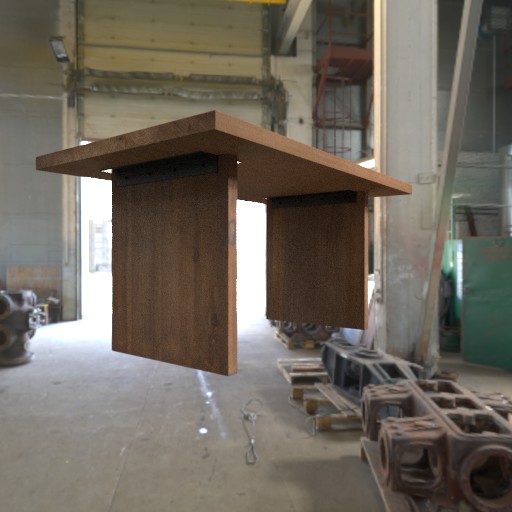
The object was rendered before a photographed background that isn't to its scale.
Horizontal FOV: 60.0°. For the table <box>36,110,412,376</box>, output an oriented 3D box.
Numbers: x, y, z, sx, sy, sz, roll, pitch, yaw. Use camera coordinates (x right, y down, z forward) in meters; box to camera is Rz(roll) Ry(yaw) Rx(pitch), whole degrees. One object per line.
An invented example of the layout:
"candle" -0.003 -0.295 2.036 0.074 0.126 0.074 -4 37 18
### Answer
"table" 0.000 0.000 2.093 0.946 0.780 1.609 0 0 37
